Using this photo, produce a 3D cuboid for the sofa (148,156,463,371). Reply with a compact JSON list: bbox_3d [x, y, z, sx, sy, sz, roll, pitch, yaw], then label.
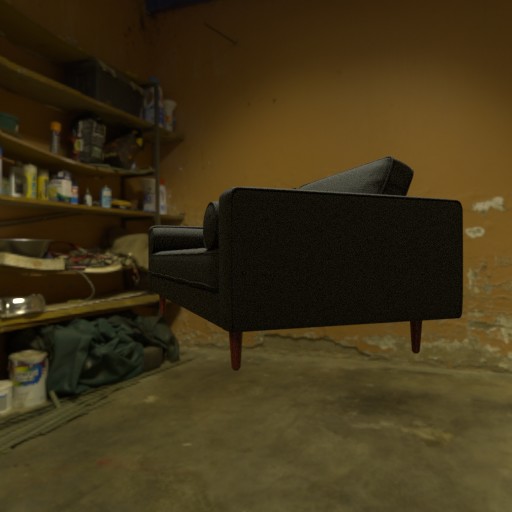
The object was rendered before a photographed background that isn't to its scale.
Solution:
[{"bbox_3d":[0.000,0.000,2.312,0.914,0.759,1.875,0,0,-21],"label":"sofa"}]
